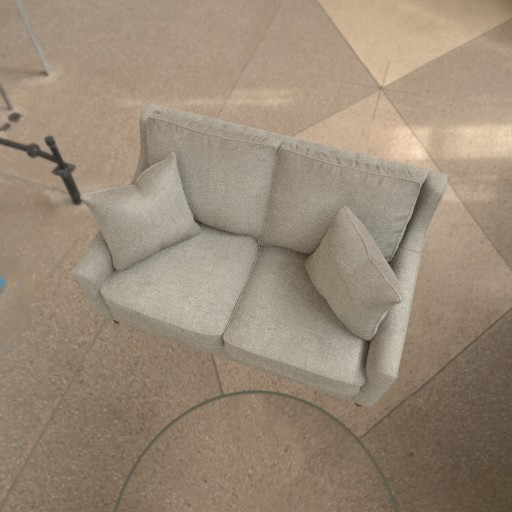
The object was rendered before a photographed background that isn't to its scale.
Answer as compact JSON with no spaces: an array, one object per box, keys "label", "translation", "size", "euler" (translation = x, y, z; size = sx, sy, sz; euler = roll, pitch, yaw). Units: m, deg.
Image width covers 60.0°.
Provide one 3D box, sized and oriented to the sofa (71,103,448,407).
[{"label":"sofa","translation":[0.000,0.000,2.049],"size":[1.422,0.863,0.915],"euler":[16,59,10]}]
